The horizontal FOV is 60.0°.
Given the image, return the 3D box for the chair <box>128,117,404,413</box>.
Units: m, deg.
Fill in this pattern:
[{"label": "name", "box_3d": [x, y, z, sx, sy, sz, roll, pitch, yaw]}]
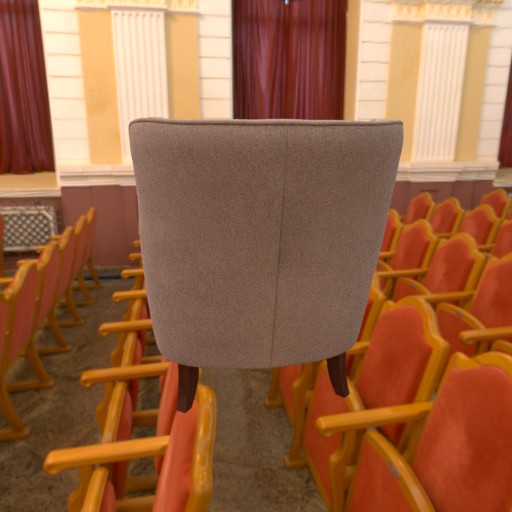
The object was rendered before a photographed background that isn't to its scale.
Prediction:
[{"label": "chair", "box_3d": [0.000, 0.000, 1.584, 0.781, 0.919, 0.910, -2, 15, -9]}]
